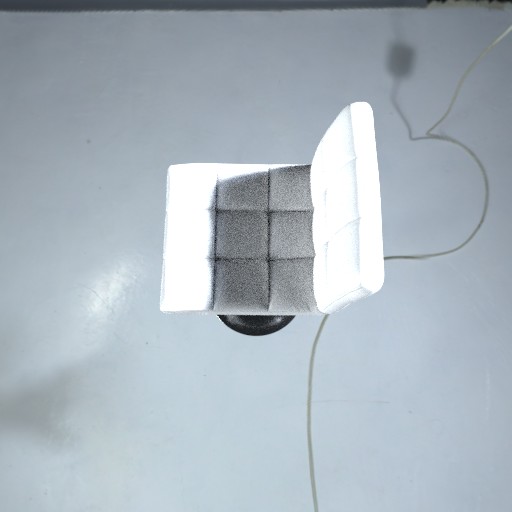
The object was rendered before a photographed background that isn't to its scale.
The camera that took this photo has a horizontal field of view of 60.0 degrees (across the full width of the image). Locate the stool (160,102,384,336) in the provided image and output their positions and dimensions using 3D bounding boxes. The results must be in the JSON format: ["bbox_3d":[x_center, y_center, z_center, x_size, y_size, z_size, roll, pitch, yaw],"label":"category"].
[{"bbox_3d":[0.000,0.000,1.421,0.505,1.115,0.430,0,75,0],"label":"stool"}]
